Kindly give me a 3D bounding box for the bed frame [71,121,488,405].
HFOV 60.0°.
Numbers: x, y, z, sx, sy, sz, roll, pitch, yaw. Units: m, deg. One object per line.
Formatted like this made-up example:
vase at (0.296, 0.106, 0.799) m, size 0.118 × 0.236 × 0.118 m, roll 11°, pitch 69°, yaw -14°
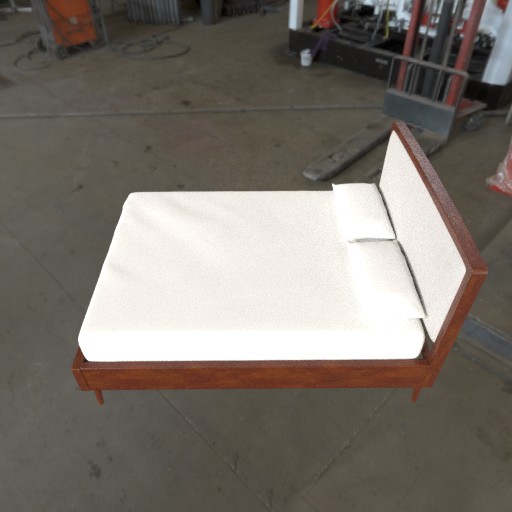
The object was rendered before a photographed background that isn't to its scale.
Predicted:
bed frame at (0.000, 0.000, 3.066) m, size 2.171 × 1.279 × 1.587 m, roll 0°, pitch 42°, yaw 0°
